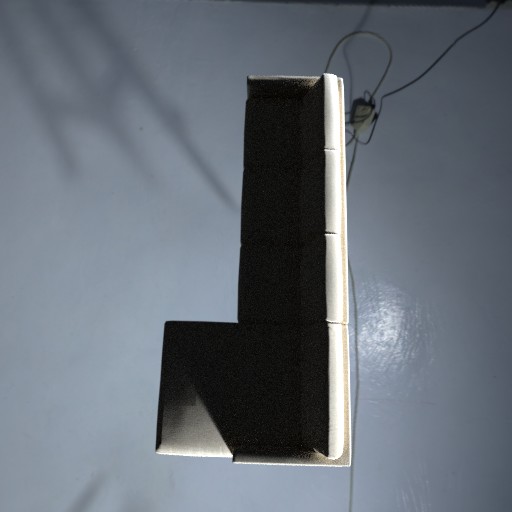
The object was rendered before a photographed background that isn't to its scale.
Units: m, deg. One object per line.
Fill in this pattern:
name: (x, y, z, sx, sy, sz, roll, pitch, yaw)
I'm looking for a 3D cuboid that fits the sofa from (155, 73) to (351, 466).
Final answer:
sofa: (0.000, 0.000, 4.102, 1.603, 0.954, 3.471, 2, 76, 0)
